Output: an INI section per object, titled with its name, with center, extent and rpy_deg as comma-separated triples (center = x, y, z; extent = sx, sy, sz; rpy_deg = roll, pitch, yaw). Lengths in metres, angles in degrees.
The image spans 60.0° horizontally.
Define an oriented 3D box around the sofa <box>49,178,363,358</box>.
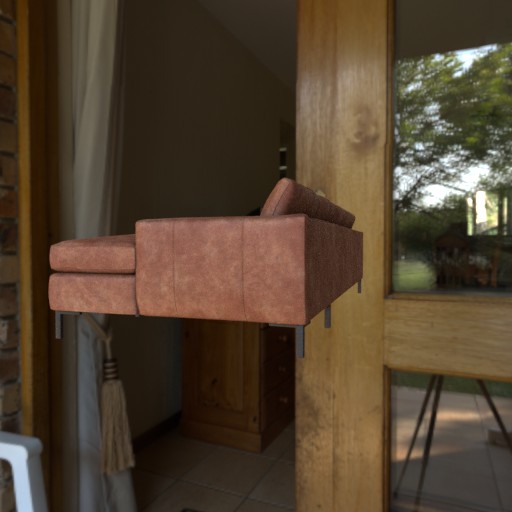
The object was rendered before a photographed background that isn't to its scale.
[sofa]
center = 0.000, 0.000, 3.627
extent = 1.471, 0.859, 2.993
rpy_deg = 1, 2, 19
